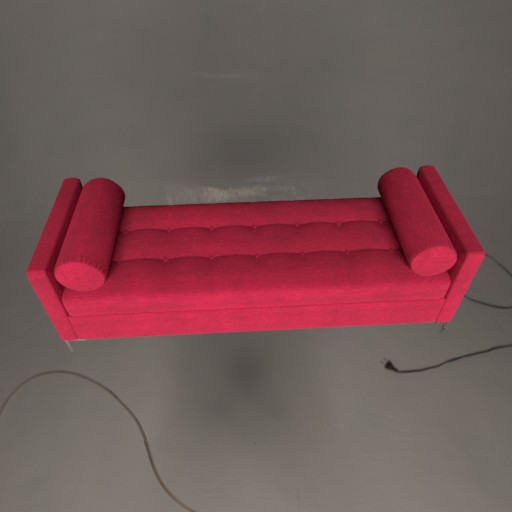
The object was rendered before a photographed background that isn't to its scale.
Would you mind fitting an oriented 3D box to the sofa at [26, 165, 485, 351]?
[{"bbox_3d":[0.000,0.000,2.341,1.981,0.635,0.686,-2,46,-2],"label":"sofa"}]
